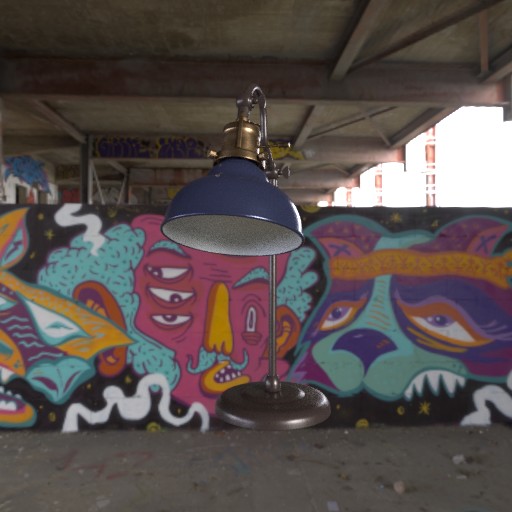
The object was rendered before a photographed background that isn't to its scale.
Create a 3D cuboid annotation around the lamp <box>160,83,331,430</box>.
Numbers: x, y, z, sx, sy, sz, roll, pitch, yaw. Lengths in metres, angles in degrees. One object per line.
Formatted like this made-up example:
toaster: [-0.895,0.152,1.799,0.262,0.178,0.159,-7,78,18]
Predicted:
lamp: [0.000,0.000,0.656,0.192,0.508,0.374,0,-1,18]
